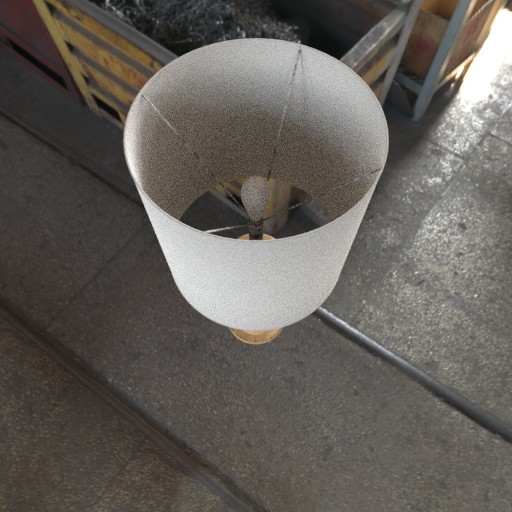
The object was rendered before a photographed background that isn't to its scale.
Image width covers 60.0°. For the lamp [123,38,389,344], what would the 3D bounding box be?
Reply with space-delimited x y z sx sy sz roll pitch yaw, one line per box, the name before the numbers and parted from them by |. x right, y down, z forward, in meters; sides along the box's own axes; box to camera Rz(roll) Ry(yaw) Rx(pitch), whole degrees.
lamp | 0.000 0.000 0.554 0.208 0.455 0.208 2 63 1
